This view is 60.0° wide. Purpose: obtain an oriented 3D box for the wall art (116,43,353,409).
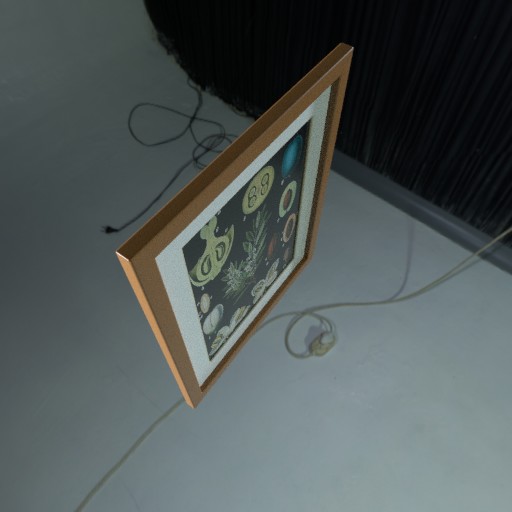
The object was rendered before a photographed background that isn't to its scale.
[{"bbox_3d":[0.000,0.000,0.527,0.015,0.379,0.310,31,62,19],"label":"wall art"}]
